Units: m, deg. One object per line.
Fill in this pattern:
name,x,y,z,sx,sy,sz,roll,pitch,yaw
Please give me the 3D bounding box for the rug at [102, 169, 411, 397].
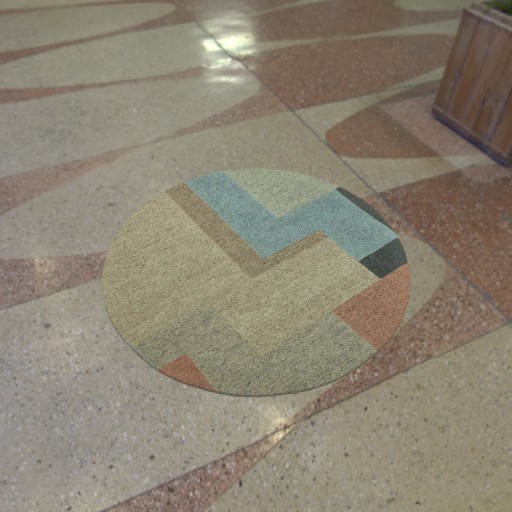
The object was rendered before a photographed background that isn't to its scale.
rug,0.000,0.000,3.634,2.461,0.033,2.461,0,46,0
